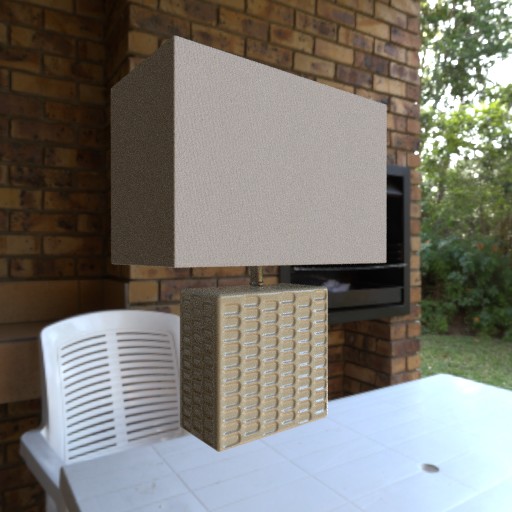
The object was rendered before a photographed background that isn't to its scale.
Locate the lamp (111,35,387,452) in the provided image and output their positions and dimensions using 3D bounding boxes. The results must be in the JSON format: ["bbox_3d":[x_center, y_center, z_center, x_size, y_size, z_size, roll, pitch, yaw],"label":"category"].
[{"bbox_3d":[0.000,0.000,0.682,0.380,0.515,0.200,0,1,-37],"label":"lamp"}]
